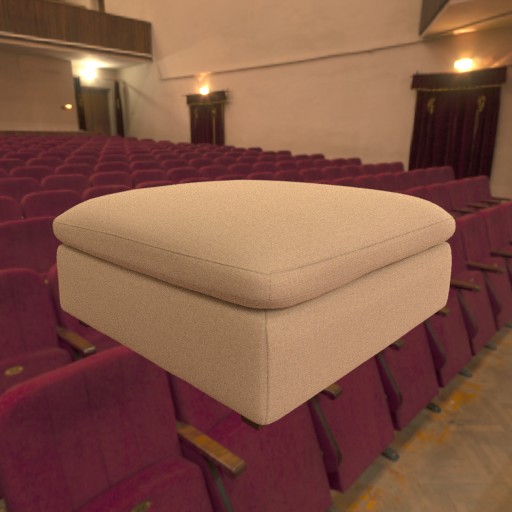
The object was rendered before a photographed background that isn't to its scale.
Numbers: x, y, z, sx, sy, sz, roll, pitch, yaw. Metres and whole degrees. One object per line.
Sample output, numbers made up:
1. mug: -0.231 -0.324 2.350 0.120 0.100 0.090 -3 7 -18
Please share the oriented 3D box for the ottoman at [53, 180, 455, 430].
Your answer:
1. ottoman: 0.000 0.000 1.484 0.996 0.467 0.977 14 20 42
